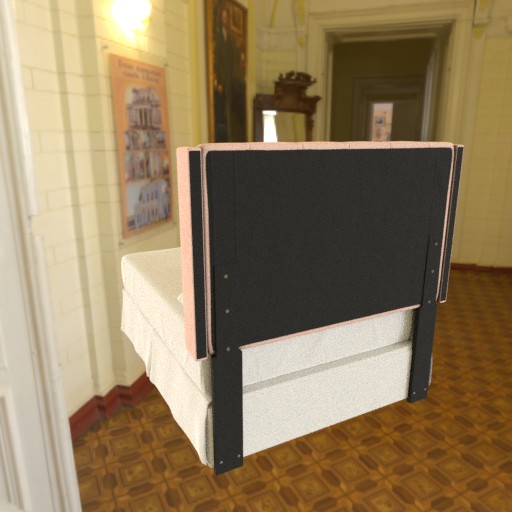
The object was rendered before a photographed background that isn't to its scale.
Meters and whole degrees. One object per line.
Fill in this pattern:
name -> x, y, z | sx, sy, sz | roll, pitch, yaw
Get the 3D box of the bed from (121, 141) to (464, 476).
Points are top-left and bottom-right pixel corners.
bed -> 0.000, 0.000, 3.301 | 1.719, 1.665, 2.066 | -8, 17, -27
